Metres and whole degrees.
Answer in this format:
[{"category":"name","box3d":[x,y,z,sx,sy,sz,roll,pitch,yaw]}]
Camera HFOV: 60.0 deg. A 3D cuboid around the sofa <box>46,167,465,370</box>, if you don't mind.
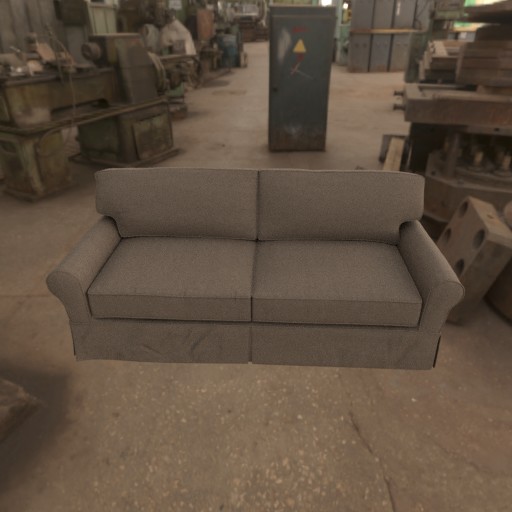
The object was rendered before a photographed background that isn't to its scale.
[{"category":"sofa","box3d":[0.000,0.000,2.782,2.248,0.943,0.991,1,29,2]}]
